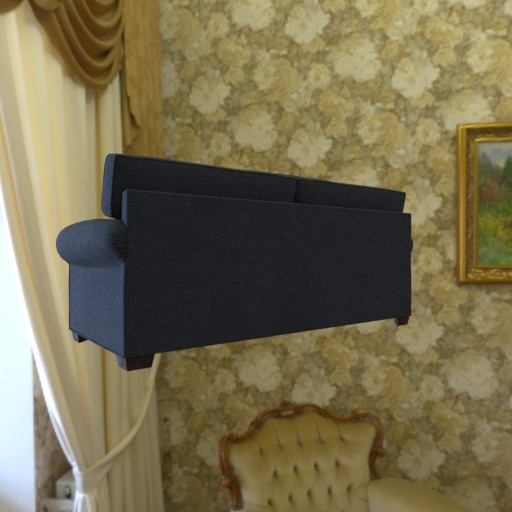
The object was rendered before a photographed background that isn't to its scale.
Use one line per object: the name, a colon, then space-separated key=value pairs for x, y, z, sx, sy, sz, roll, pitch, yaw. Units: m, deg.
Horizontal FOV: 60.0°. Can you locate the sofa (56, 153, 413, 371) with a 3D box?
sofa: x=0.000 y=0.000 z=3.004 sx=2.391 sy=1.026 sz=0.954 roll=-1 pitch=1 yaw=-37
